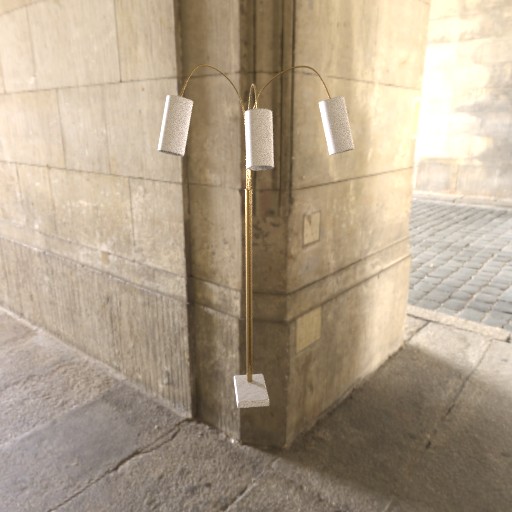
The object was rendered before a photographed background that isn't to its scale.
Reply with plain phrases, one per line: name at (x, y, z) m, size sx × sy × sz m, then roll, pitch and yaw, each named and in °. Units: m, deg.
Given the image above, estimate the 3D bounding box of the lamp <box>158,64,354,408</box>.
lamp at (0.000, 0.000, 2.564) m, size 1.020 × 2.055 × 0.667 m, roll -2°, pitch 17°, yaw -7°
